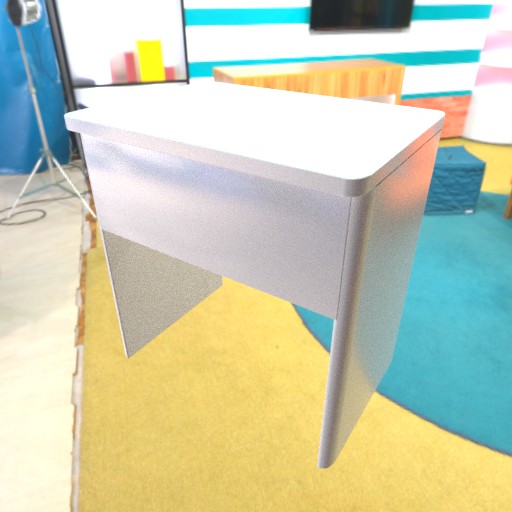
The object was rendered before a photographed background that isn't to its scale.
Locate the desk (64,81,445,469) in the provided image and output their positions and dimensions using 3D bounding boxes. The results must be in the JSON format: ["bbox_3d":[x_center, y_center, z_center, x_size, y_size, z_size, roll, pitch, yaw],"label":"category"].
[{"bbox_3d":[0.000,0.000,1.269,0.762,0.800,0.549,19,36,28],"label":"desk"}]
